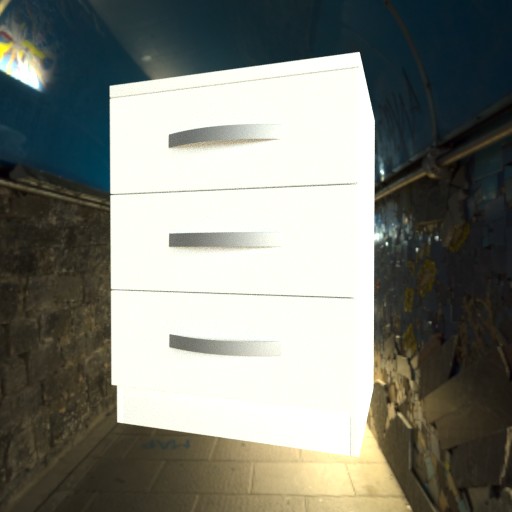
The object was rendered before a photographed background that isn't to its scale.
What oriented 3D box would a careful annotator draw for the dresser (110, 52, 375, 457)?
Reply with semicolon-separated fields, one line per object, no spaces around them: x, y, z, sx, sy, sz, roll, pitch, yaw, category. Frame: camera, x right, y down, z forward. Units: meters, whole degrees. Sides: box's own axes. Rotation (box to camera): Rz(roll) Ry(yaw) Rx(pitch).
0.000;0.000;0.818;0.400;0.560;0.360;0;1;18;dresser
